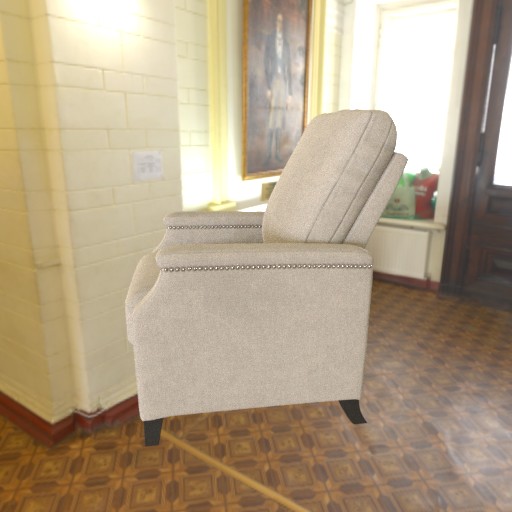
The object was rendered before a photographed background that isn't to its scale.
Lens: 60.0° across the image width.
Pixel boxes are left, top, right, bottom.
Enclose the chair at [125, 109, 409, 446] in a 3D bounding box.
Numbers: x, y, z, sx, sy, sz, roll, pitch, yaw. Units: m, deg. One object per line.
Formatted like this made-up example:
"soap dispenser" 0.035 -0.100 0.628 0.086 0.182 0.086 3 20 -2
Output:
"chair" 0.000 0.000 1.673 0.922 1.049 0.710 -2 15 -9
